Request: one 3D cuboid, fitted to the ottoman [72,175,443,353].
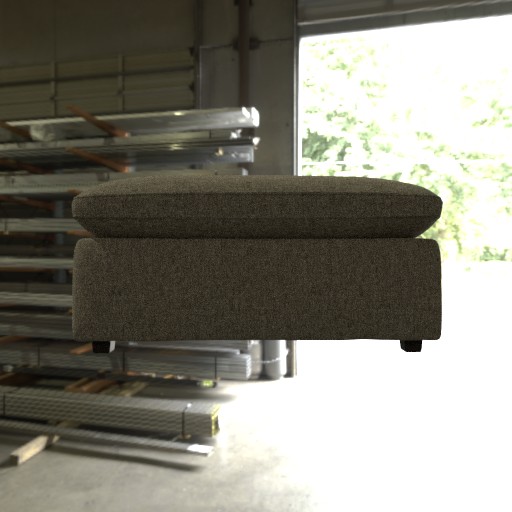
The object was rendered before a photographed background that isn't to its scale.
[{"bbox_3d":[0.000,0.000,1.659,1.035,0.526,1.039,0,0,-1],"label":"ottoman"}]
